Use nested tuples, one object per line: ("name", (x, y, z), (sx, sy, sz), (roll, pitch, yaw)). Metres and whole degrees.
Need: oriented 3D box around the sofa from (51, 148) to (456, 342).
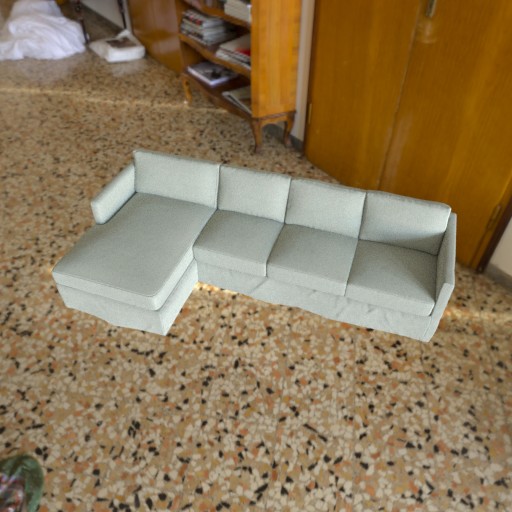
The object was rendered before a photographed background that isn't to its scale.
("sofa", (0.000, 0.000, 3.915), (3.205, 0.922, 1.650), (13, 45, 14))
